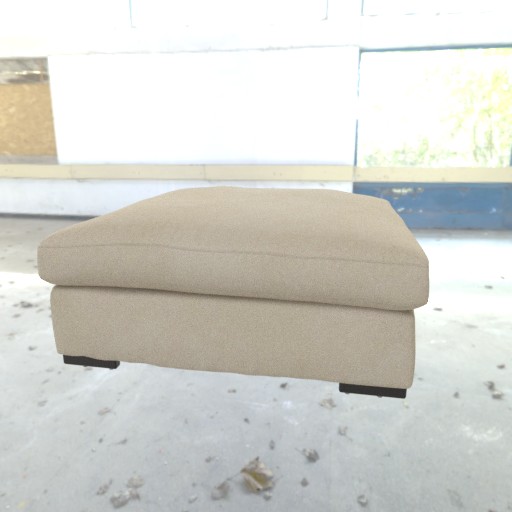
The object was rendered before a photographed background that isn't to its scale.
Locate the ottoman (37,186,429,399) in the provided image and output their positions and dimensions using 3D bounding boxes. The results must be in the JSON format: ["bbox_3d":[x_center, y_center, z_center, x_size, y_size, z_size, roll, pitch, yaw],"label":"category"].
[{"bbox_3d":[0.000,0.000,1.861,1.190,0.522,1.205,3,15,10],"label":"ottoman"}]
